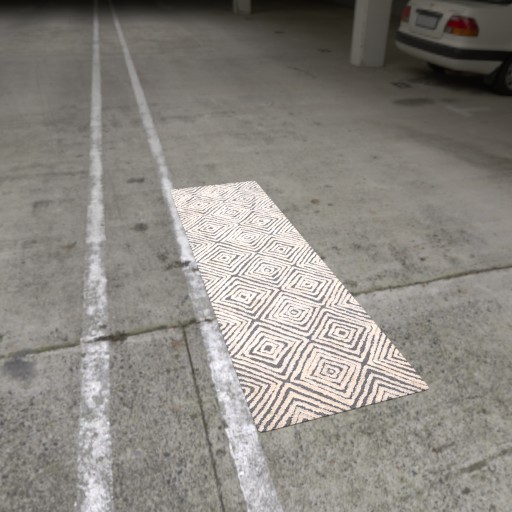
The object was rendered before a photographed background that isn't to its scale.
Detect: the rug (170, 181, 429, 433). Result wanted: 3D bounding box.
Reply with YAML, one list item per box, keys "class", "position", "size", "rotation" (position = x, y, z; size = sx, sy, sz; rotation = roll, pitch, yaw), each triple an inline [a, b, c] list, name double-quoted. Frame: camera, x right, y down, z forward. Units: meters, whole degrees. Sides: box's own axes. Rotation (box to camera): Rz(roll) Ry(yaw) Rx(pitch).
- class: "rug"
  position: [0.000, 0.000, 2.523]
  size: [0.676, 0.008, 2.277]
  rotation: [-9, 31, -15]
